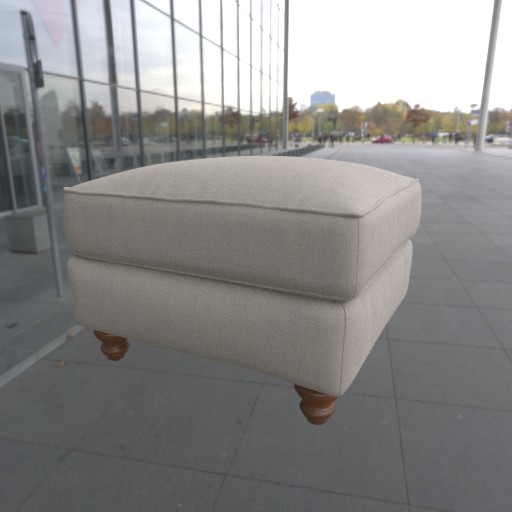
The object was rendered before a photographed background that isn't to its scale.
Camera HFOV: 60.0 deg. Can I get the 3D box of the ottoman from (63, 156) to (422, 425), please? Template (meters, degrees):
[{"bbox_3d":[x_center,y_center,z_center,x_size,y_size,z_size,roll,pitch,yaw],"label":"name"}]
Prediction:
[{"bbox_3d":[0.000,0.000,1.151,0.716,0.505,0.662,8,17,27],"label":"ottoman"}]
